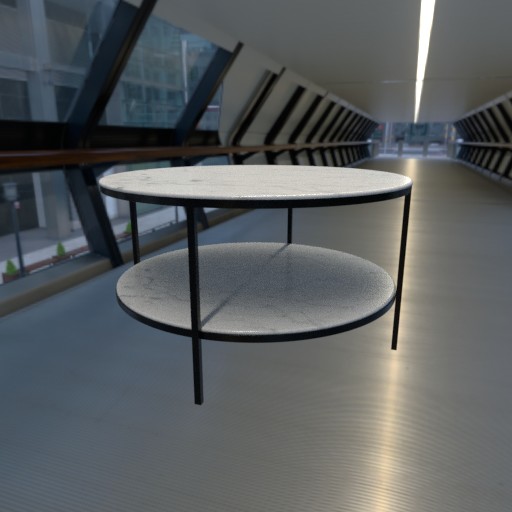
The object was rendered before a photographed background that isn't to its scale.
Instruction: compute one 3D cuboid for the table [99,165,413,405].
[{"bbox_3d":[0.000,0.000,1.251,0.800,0.450,0.800,0,16,0],"label":"table"}]
